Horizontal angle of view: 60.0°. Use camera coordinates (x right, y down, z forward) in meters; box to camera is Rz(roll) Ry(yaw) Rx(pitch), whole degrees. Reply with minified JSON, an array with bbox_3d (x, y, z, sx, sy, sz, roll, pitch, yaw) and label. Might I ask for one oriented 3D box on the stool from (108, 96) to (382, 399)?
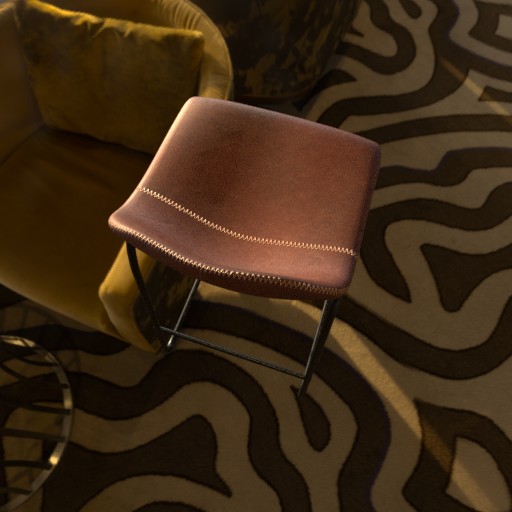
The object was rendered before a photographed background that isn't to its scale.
[{"bbox_3d":[0.000,0.000,1.094,0.454,0.830,0.473,17,66,8],"label":"stool"}]
